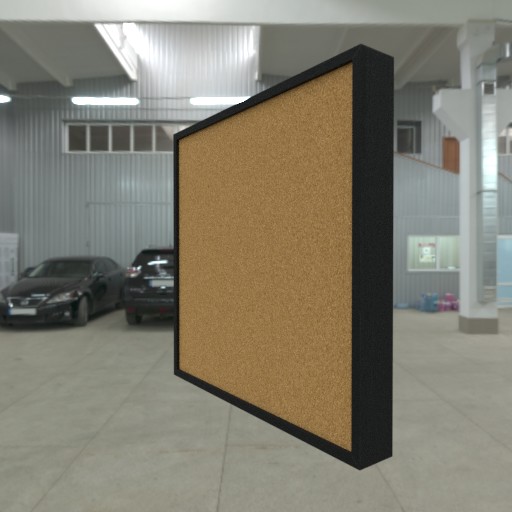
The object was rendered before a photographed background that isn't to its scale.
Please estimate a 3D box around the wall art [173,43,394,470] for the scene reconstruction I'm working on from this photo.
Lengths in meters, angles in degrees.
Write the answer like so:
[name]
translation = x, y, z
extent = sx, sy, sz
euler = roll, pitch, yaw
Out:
[wall art]
translation = 0.000, 0.000, 0.451
extent = 0.037, 0.305, 0.305
euler = -1, 1, -36
